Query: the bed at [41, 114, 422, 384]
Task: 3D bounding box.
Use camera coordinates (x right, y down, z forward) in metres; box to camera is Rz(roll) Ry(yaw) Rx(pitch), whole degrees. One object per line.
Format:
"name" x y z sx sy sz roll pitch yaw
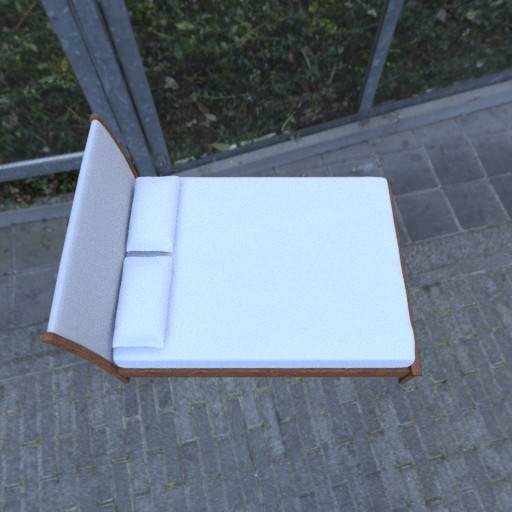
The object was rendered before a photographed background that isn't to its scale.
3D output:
"bed" 0.000 0.000 2.971 2.108 1.135 1.502 0 64 0
